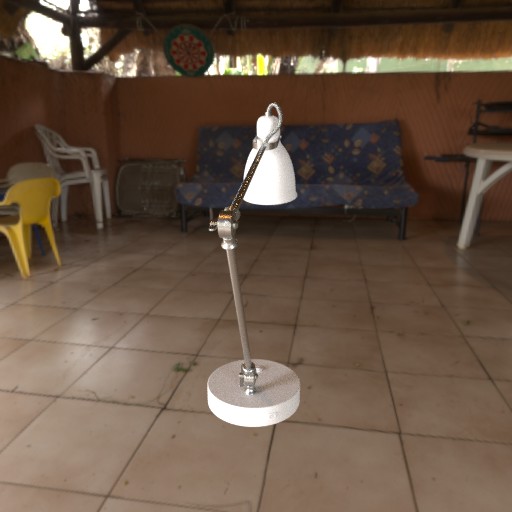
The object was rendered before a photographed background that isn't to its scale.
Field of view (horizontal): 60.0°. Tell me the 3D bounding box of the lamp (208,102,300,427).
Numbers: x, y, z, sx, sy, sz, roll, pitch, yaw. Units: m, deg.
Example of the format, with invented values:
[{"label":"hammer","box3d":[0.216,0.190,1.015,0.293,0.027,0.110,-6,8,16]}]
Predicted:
[{"label":"lamp","box3d":[0.000,0.000,0.859,0.187,0.587,0.561,2,15,8]}]
